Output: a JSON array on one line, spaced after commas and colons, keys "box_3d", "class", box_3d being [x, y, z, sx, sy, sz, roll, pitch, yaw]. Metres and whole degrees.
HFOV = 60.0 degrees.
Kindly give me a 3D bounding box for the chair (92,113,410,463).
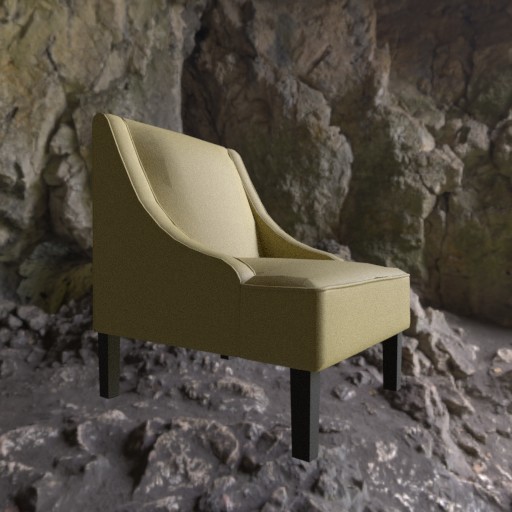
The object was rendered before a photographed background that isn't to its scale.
[{"box_3d": [0.000, 0.000, 1.446, 0.814, 0.896, 0.696, 1, 1, 35], "class": "chair"}]
